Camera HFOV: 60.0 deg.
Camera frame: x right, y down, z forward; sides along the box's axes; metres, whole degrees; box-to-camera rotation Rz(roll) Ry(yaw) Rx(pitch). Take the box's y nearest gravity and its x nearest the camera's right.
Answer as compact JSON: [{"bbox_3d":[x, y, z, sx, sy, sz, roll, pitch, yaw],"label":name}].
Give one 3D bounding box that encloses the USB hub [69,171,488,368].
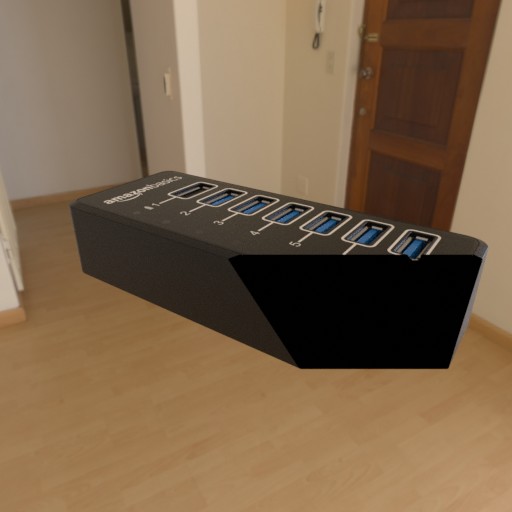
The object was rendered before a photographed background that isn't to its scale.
[{"bbox_3d":[0.000,0.000,0.125,0.110,0.023,0.044,17,32,31],"label":"USB hub"}]
